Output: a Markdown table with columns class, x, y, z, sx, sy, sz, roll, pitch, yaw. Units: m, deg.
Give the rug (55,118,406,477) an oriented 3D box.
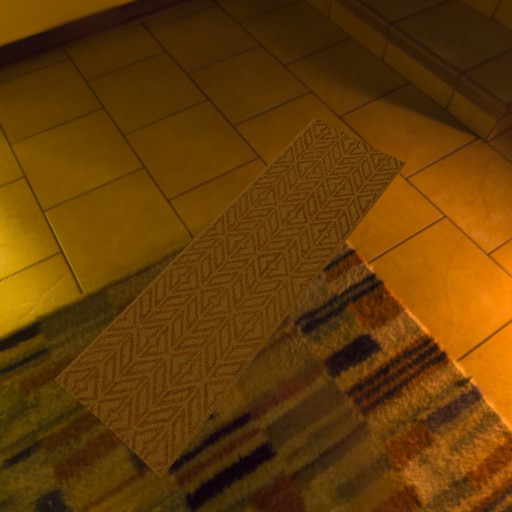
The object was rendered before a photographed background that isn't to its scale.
| class | x | y | z | sx | sy | sz | roll | pitch | yaw |
| --- | --- | --- | --- | --- | --- | --- | --- | --- | --- |
| rug | 0.000 | 0.000 | 2.664 | 0.750 | 0.009 | 2.435 | 33 | 64 | 18 |
